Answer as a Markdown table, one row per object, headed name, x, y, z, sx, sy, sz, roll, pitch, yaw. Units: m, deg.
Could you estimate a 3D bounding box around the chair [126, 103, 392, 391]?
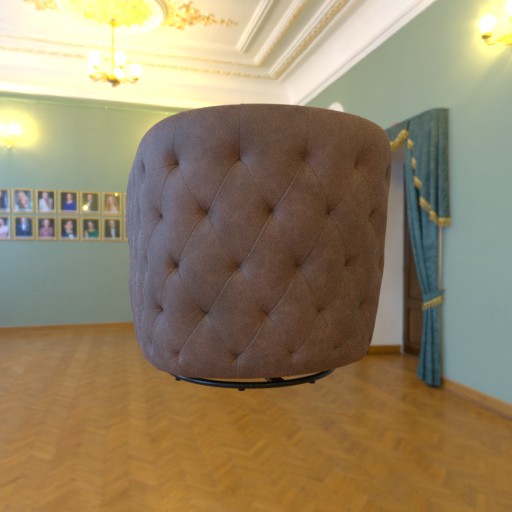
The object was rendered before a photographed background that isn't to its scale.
| name | x | y | z | sx | sy | sz | roll | pitch | yaw |
| --- | --- | --- | --- | --- | --- | --- | --- | --- | --- |
| chair | 0.000 | 0.000 | 1.549 | 0.850 | 0.790 | 0.870 | 0 | 1 | -18 |
